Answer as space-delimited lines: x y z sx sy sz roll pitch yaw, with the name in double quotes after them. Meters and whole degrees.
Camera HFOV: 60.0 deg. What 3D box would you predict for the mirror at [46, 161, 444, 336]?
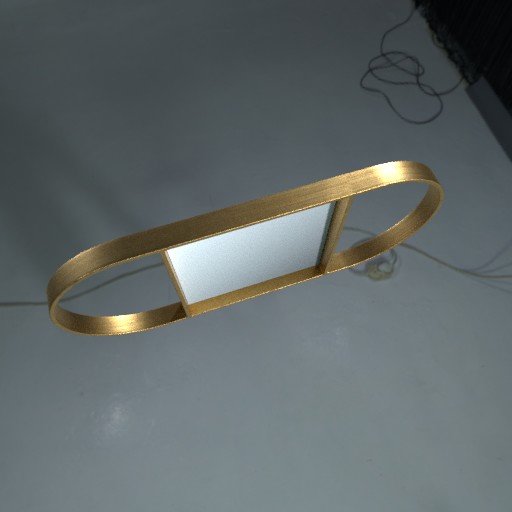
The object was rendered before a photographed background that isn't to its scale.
0.000 0.000 0.652 0.584 0.254 0.032 -17 65 -8 "mirror"
